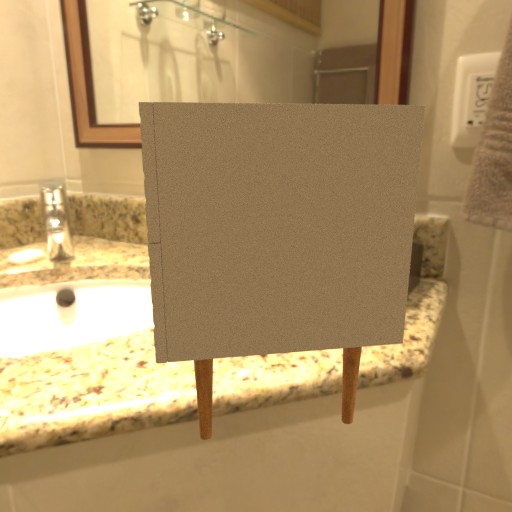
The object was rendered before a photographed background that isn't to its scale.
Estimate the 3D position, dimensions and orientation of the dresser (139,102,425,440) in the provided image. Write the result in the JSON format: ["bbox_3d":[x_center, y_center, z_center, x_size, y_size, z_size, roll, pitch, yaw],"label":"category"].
[{"bbox_3d":[0.000,0.000,0.923,0.414,0.568,0.503,-3,15,-9],"label":"dresser"}]
